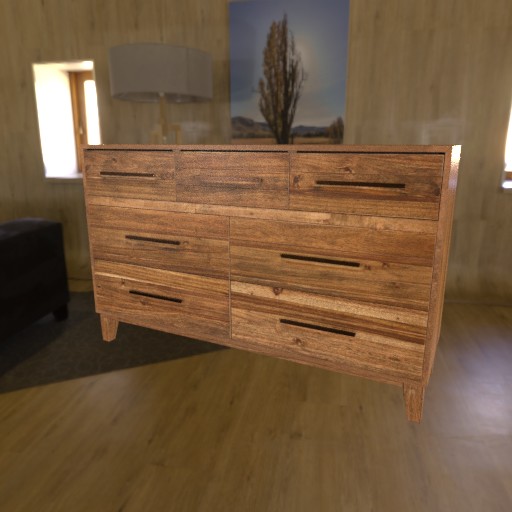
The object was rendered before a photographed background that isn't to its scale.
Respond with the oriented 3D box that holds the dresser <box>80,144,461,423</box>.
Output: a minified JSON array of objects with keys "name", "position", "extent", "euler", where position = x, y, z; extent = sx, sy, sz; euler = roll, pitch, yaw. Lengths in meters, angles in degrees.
[{"name":"dresser","position":[0.000,0.000,1.790],"extent":[1.400,0.873,0.446],"euler":[7,16,26]}]
